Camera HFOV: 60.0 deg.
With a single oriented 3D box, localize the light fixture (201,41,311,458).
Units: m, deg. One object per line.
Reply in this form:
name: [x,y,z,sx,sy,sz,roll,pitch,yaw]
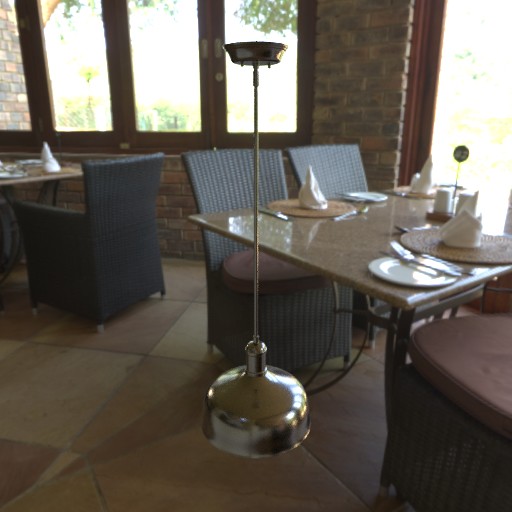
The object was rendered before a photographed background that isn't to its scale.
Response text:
light fixture: [0.000,0.000,1.083,0.299,0.935,0.299,-9,19,-28]
